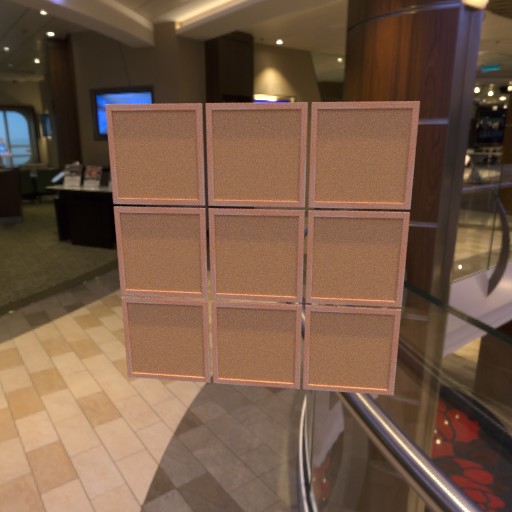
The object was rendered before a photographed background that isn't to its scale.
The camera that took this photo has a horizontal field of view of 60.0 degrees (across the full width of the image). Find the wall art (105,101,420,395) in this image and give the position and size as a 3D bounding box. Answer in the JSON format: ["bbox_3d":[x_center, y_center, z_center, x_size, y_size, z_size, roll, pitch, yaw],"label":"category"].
[{"bbox_3d":[0.000,0.000,1.864,1.216,1.220,0.013,2,15,7],"label":"wall art"}]
